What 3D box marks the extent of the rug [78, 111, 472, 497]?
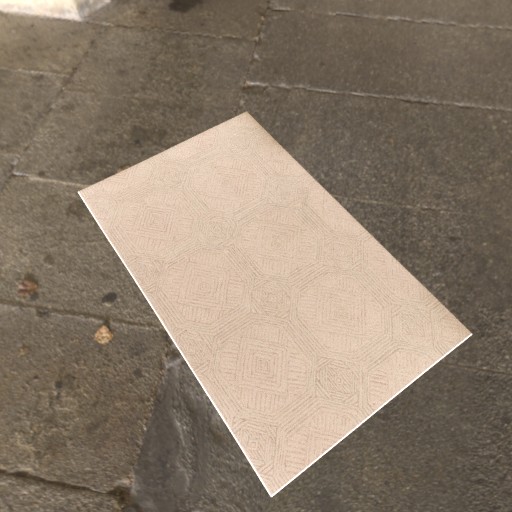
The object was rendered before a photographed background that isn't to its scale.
[{"bbox_3d":[0.000,0.000,3.001,1.524,0.008,2.440,-31,63,-18],"label":"rug"}]
